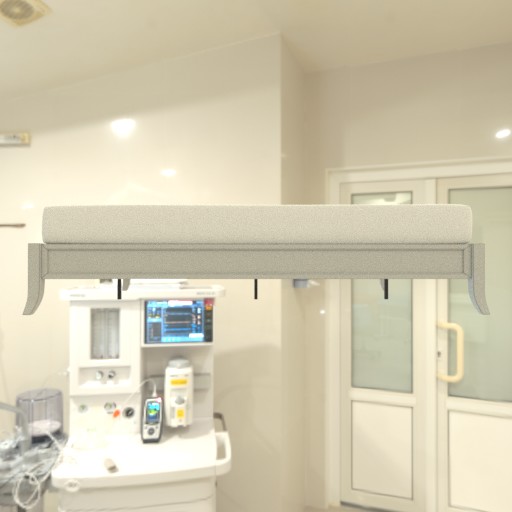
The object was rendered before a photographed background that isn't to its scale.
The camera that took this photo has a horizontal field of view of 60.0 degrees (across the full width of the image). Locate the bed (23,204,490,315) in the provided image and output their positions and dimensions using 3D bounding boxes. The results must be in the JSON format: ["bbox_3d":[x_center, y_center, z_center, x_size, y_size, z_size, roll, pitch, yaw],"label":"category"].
[{"bbox_3d":[0.000,0.000,2.610,1.985,0.510,1.460,0,0,0],"label":"bed"}]
